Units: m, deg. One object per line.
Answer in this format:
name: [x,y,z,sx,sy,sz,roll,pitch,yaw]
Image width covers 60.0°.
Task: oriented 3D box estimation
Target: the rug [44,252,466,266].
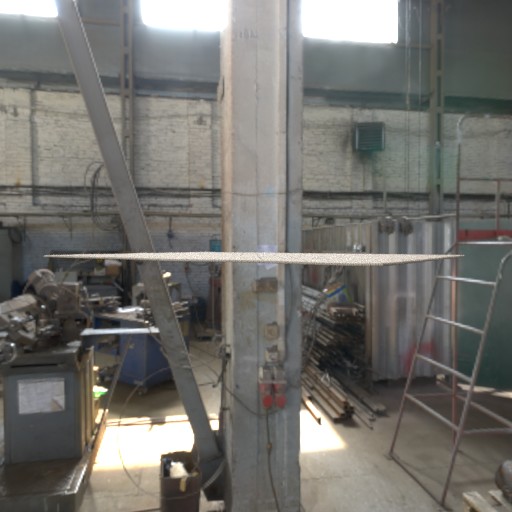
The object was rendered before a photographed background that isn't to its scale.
rug: [0.000,0.000,4.353,3.381,0.026,2.436,1,2,35]
